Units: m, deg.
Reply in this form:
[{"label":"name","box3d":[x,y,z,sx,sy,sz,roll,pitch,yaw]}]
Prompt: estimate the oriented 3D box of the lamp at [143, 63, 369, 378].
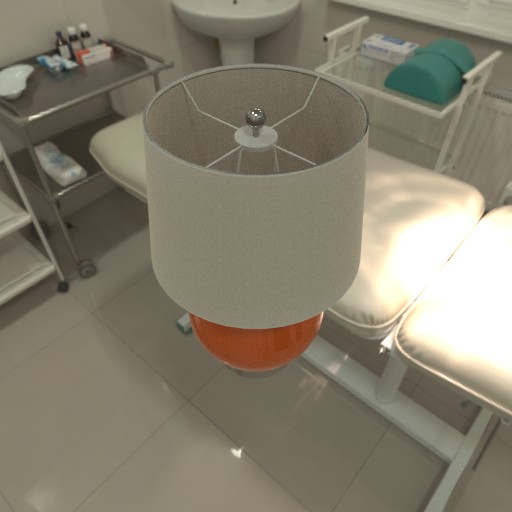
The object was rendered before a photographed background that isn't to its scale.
[{"label":"lamp","box3d":[0.000,0.000,0.545,0.247,0.387,0.247,0,46,0]}]
